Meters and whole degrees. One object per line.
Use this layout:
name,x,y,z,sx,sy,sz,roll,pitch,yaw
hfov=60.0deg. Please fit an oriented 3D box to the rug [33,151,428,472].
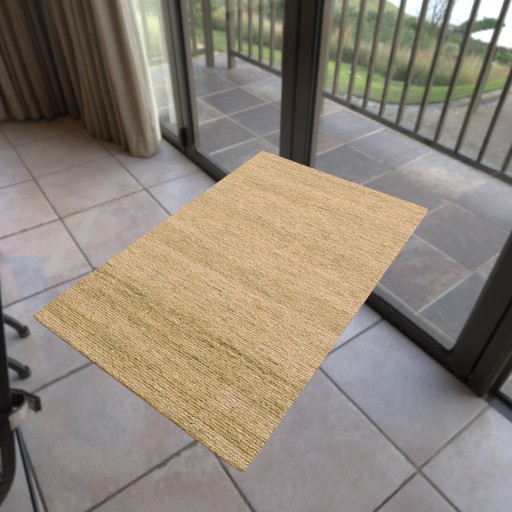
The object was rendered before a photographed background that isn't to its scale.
rug,0.000,0.000,2.206,1.143,0.010,1.758,26,48,25
